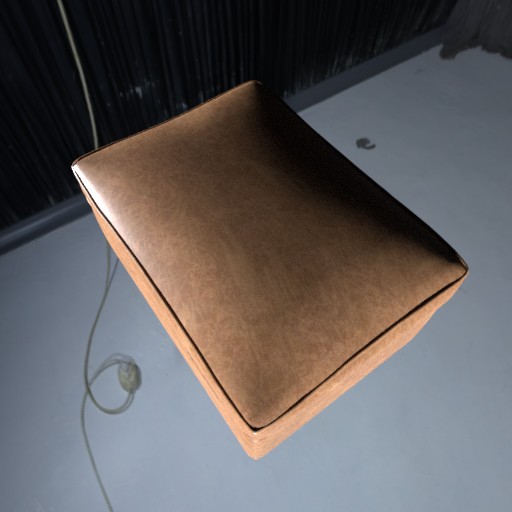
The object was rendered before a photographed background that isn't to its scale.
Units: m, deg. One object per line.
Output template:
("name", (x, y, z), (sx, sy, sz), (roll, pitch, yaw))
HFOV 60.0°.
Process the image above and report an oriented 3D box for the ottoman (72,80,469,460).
("ottoman", (0.000, 0.000, 1.105), (0.554, 0.468, 0.756), (-31, 63, -18))
